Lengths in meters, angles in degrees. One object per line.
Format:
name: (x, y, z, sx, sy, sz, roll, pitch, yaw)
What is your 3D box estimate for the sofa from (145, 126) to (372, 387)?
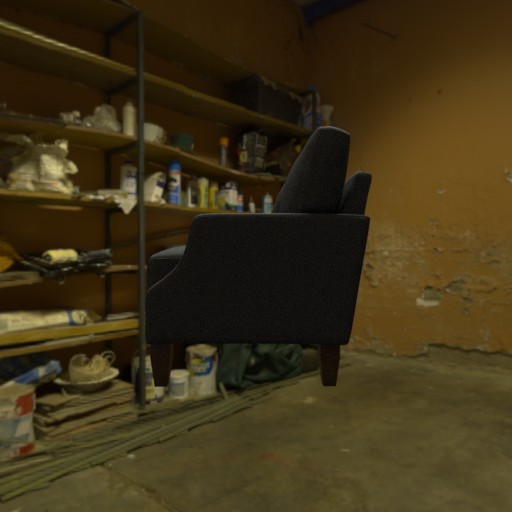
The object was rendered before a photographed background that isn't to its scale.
sofa: (0.000, 0.000, 2.654, 0.888, 0.984, 2.115, 0, -1, -1)
